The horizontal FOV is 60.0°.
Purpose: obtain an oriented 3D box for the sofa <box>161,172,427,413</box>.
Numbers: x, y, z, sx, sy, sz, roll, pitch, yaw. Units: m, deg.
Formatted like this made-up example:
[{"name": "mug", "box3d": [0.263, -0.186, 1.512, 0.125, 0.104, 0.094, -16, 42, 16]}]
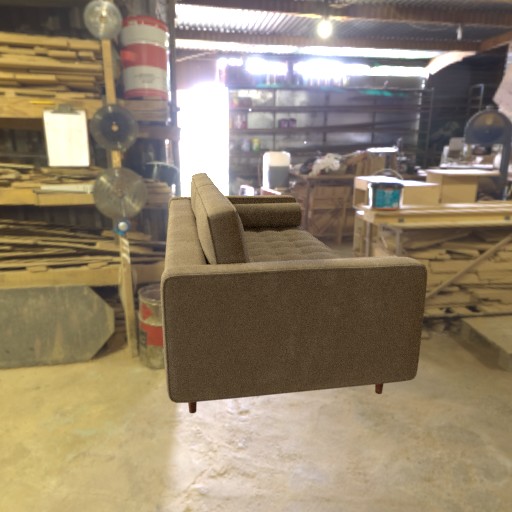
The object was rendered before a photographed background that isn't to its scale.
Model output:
[{"name": "sofa", "box3d": [0.000, 0.000, 2.346, 0.920, 0.769, 1.883, -3, 15, -10]}]
